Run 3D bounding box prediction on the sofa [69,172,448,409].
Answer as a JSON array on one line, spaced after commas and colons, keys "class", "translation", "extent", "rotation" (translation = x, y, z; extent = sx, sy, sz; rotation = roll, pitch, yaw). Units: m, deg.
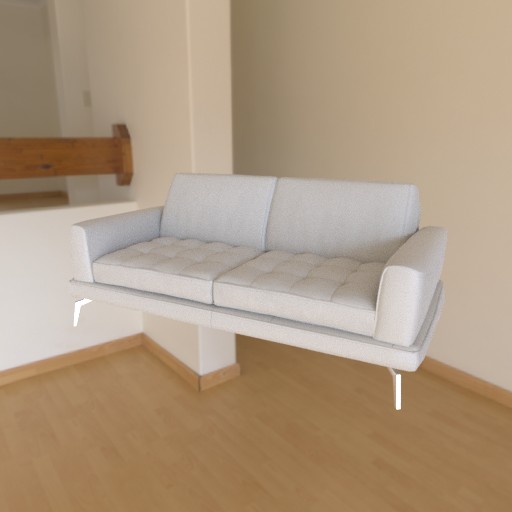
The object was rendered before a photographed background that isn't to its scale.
[{"class": "sofa", "translation": [0.000, 0.000, 2.766], "extent": [2.177, 0.930, 1.121], "rotation": [8, 17, 26]}]
